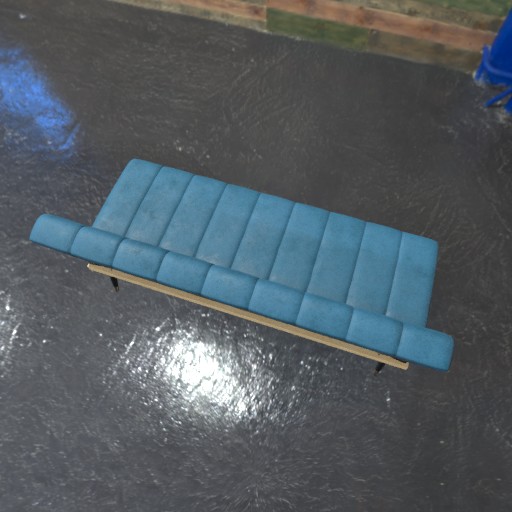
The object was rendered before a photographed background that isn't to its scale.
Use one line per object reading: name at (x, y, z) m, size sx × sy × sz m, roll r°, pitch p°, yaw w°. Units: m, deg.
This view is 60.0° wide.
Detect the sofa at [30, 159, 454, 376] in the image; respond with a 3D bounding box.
sofa at (0.000, 0.000, 2.294) m, size 1.810 × 0.825 × 0.830 m, roll 16°, pitch 65°, yaw 8°
